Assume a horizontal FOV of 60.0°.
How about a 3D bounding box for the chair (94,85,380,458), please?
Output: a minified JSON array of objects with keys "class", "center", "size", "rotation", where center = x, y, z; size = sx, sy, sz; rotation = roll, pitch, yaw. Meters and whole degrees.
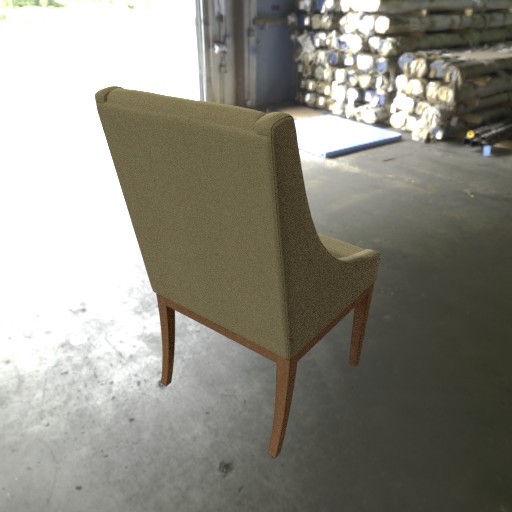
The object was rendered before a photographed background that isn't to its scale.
[{"class":"chair","center":[0.000,0.000,1.377],"size":[0.575,1.021,0.611],"rotation":[21,36,31]}]
